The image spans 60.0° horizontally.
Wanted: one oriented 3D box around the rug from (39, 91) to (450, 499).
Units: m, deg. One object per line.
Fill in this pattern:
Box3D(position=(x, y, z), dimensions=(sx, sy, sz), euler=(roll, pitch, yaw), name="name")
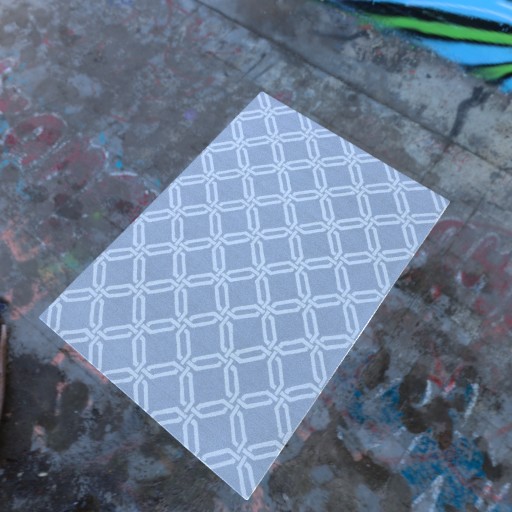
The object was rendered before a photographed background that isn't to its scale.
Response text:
Box3D(position=(0.000, 0.000, 2.694), dimensions=(1.522, 0.013, 2.133), euler=(35, 71, 14), name="rug")
